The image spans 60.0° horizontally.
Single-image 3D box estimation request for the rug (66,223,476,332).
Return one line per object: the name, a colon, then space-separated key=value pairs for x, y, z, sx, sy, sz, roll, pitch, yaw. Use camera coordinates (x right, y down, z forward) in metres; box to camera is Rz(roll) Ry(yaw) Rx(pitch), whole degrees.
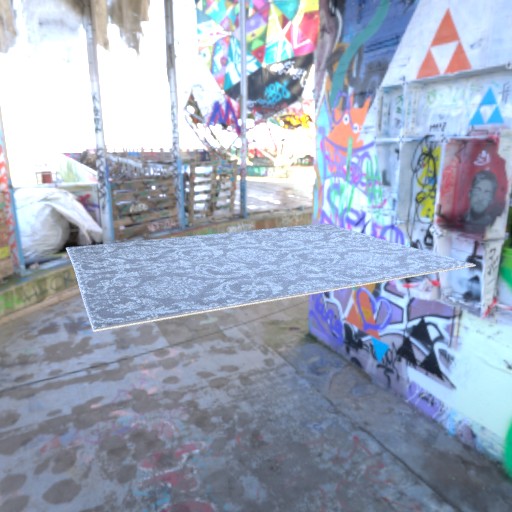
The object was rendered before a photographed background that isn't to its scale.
rug: x=0.000 y=0.000 z=2.907 sx=2.206 sy=0.014 sz=1.578 roll=-7 pitch=16 yaw=-25
